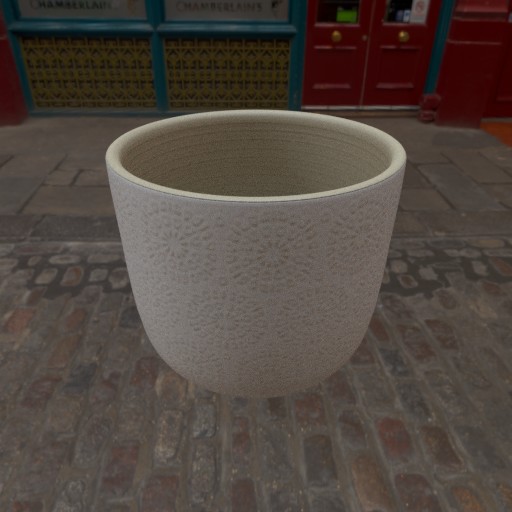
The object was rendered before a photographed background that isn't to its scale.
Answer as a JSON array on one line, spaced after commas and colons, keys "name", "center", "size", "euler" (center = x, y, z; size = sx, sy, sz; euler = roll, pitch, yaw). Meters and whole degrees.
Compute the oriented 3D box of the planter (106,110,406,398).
[{"name": "planter", "center": [0.000, 0.000, 0.366], "size": [0.208, 0.190, 0.208], "euler": [0, 31, 0]}]
